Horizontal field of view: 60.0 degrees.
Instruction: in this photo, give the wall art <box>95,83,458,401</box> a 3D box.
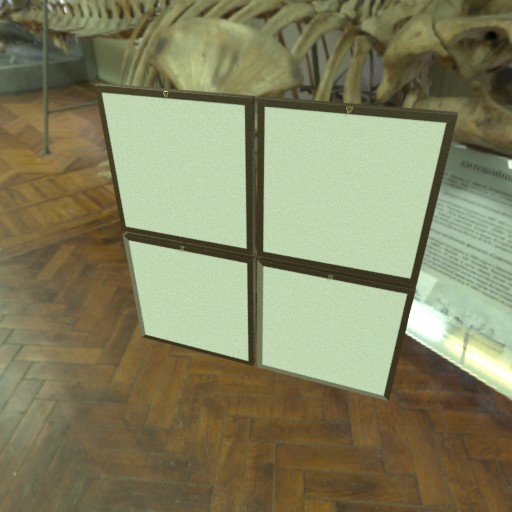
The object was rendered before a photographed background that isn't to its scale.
[{"bbox_3d":[0.000,0.000,1.489,1.032,1.032,0.030,11,34,16],"label":"wall art"}]
